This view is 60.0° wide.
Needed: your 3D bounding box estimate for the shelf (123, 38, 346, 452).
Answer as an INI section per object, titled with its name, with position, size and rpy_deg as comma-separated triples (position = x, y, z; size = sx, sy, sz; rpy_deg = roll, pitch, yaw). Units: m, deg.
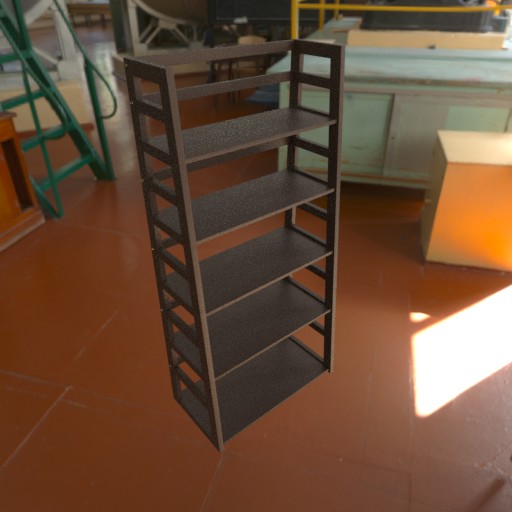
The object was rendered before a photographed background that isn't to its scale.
[shelf]
position = 0.000, 0.000, 1.905
size = 0.763, 1.600, 0.403
rpy_deg = -24, 40, -33
